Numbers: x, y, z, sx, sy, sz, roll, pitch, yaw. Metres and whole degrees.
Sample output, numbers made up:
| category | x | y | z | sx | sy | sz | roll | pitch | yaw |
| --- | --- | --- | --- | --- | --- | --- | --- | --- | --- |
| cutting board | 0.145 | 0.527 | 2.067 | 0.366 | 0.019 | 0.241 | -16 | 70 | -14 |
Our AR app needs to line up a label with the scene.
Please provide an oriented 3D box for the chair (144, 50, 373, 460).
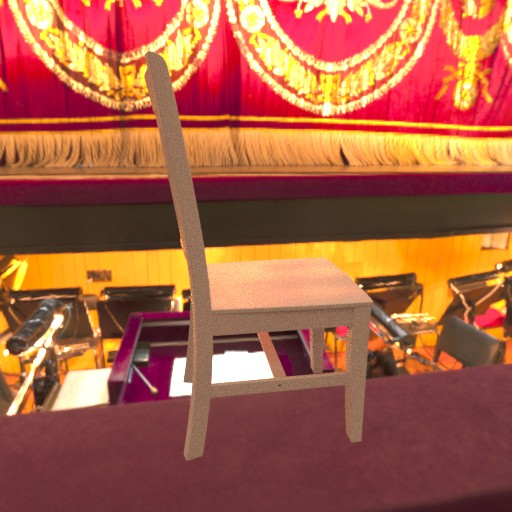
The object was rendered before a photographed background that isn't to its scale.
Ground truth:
| category | x | y | z | sx | sy | sz | roll | pitch | yaw |
| --- | --- | --- | --- | --- | --- | --- | --- | --- | --- |
| chair | 0.000 | 0.000 | 1.265 | 0.555 | 0.998 | 0.450 | -3 | 16 | -9 |
